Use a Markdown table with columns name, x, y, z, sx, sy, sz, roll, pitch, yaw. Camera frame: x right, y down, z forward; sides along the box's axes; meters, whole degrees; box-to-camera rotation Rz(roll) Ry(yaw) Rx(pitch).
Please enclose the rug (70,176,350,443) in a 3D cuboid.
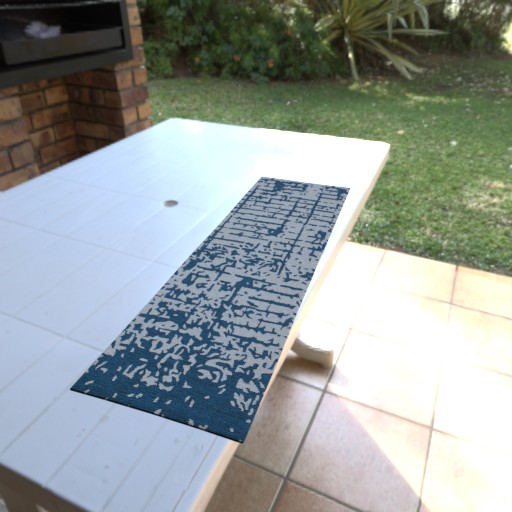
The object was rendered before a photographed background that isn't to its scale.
| name | x | y | z | sx | sy | sz | roll | pitch | yaw |
| --- | --- | --- | --- | --- | --- | --- | --- | --- | --- |
| rug | 0.000 | 0.000 | 2.662 | 0.750 | 0.011 | 2.435 | 10 | 33 | 16 |
